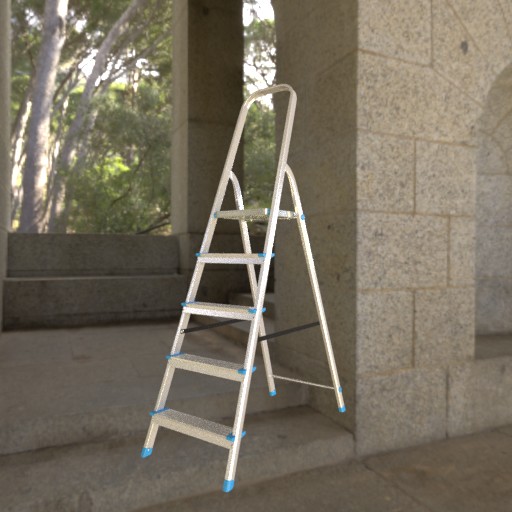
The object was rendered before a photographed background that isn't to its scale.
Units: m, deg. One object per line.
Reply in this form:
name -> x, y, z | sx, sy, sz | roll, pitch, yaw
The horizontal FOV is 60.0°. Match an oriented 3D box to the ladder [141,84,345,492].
ladder -> 0.000, 0.000, 2.083 | 0.468, 1.648, 0.990 | 1, 1, 36
